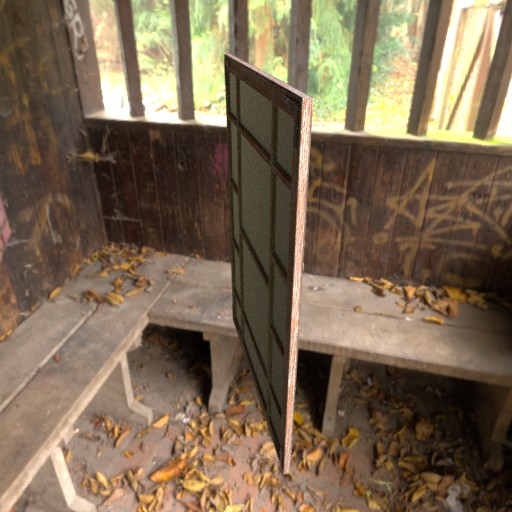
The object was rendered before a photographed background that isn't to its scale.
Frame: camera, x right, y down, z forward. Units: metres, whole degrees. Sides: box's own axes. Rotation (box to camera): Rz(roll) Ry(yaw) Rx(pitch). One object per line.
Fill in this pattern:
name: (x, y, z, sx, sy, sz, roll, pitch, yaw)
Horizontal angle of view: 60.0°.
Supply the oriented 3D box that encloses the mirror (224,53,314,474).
mirror: (0.000, 0.000, 1.272, 0.025, 0.996, 0.705, -7, 31, -12)
